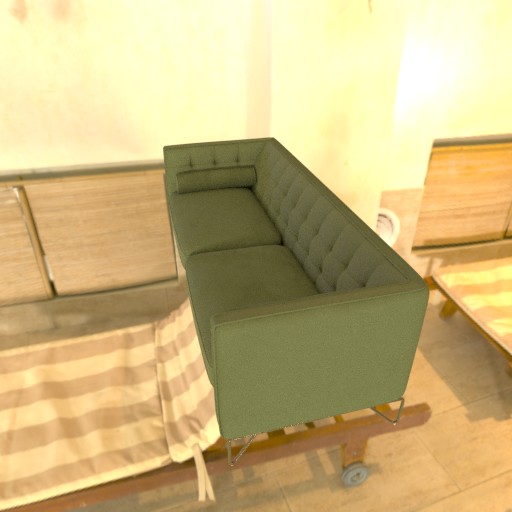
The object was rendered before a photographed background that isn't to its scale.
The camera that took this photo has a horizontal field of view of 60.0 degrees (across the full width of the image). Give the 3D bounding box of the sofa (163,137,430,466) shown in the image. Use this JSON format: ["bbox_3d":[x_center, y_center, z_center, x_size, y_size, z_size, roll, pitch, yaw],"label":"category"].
[{"bbox_3d":[0.000,0.000,2.607,0.867,0.789,2.087,-8,32,-13],"label":"sofa"}]
